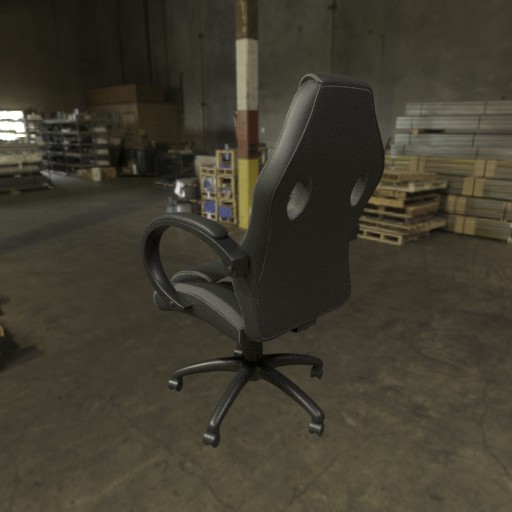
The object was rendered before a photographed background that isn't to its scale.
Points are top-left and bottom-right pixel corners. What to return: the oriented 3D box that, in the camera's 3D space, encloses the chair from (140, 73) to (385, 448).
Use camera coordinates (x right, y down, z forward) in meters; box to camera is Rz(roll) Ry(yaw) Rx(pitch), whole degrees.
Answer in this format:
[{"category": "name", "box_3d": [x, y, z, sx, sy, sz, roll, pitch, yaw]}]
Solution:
[{"category": "chair", "box_3d": [0.000, 0.000, 1.623, 0.724, 1.187, 0.673, 15, 22, 42]}]
